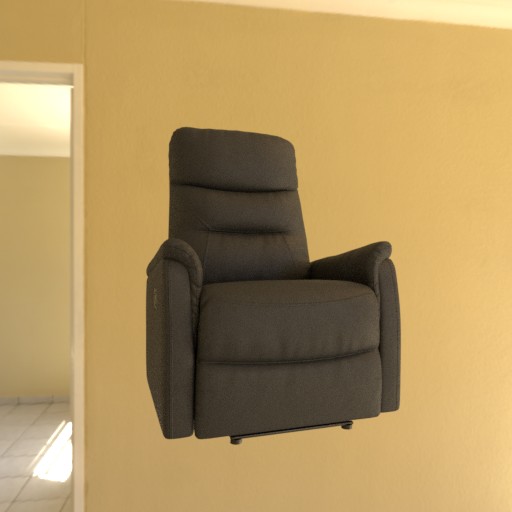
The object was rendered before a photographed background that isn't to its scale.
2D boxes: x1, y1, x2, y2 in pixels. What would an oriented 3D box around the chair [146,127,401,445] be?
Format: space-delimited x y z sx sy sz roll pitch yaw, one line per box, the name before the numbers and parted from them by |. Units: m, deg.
chair | 0.000 0.000 1.669 0.775 1.082 0.831 0 0 -18
